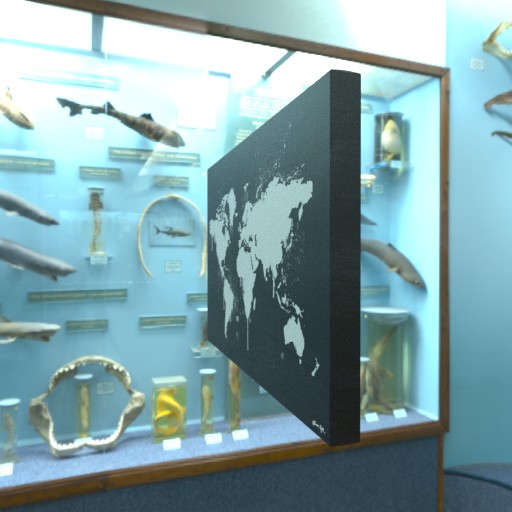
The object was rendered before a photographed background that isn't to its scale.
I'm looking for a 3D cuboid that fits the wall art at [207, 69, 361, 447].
[{"bbox_3d":[0.000,0.000,0.770,0.038,0.409,0.610,0,1,-19],"label":"wall art"}]
